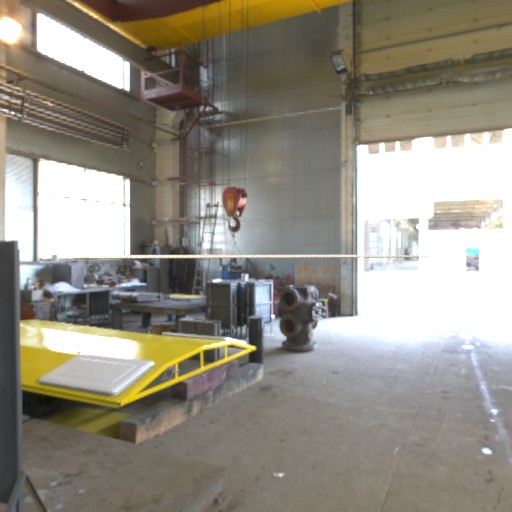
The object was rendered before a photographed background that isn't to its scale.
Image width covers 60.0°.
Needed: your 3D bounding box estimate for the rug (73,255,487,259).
[{"bbox_3d":[0.000,0.000,4.191,3.046,0.008,2.442,0,0,-19],"label":"rug"}]
